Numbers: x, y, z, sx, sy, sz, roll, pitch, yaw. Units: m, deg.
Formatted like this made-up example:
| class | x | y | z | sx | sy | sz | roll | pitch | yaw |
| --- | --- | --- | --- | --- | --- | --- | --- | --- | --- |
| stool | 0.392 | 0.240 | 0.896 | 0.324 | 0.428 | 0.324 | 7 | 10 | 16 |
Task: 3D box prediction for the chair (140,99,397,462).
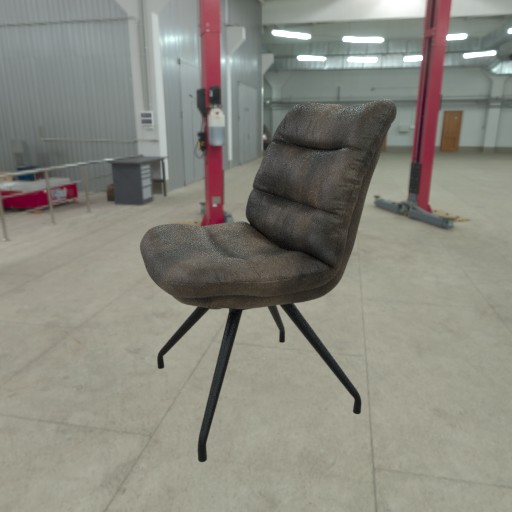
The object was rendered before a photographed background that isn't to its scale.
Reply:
| class | x | y | z | sx | sy | sz | roll | pitch | yaw |
| --- | --- | --- | --- | --- | --- | --- | --- | --- | --- |
| chair | 0.000 | 0.000 | 1.292 | 0.622 | 0.870 | 0.549 | -7 | 18 | -23 |
